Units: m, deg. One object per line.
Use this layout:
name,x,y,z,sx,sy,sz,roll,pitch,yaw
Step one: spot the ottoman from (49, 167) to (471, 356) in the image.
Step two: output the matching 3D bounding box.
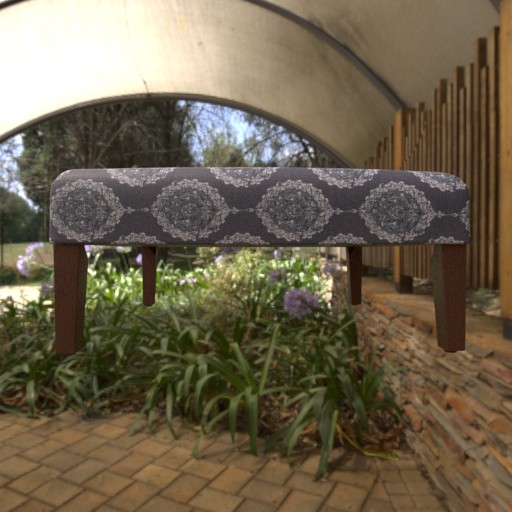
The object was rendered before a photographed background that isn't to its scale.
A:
ottoman,0.000,0.000,1.365,0.890,0.409,0.889,0,1,-2
